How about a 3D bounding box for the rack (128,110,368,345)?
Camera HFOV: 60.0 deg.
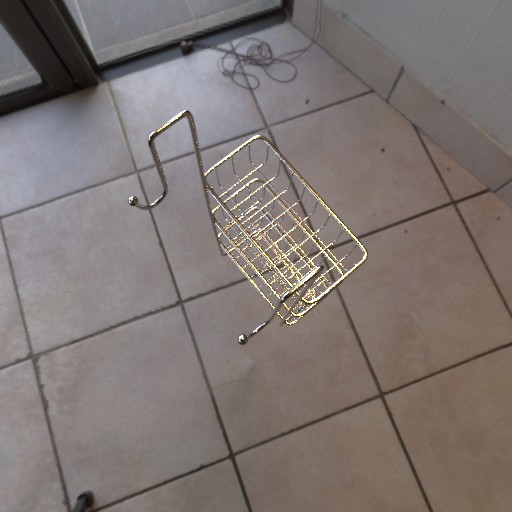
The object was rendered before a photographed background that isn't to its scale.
[{"bbox_3d":[0.000,0.000,0.676,0.202,0.574,0.228,-38,79,-8],"label":"rack"}]
